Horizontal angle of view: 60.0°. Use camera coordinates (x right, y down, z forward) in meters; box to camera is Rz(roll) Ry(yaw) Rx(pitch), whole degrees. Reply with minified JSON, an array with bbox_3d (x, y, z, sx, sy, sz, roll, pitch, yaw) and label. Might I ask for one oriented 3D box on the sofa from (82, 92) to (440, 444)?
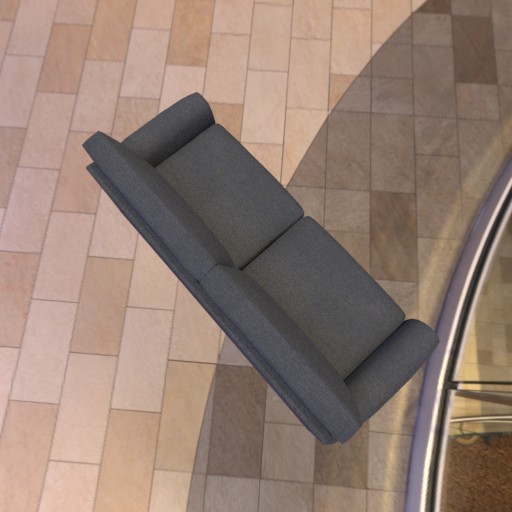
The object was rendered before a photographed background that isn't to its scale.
[{"bbox_3d":[0.000,0.000,2.933,0.954,1.026,2.391,-40,78,-10],"label":"sofa"}]
